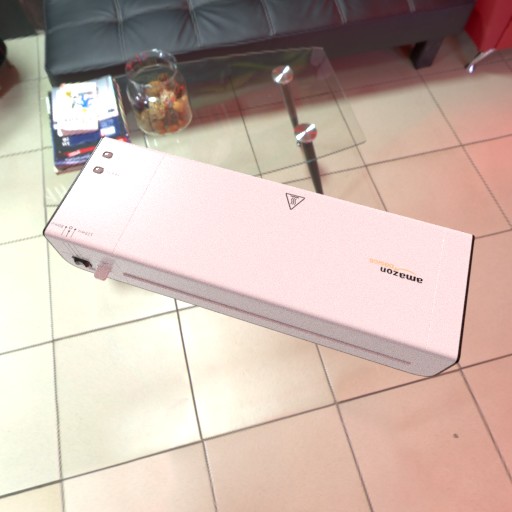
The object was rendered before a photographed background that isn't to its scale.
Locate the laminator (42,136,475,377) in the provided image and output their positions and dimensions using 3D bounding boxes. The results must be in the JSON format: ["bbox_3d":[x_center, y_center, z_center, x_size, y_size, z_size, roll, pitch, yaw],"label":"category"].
[{"bbox_3d":[0.000,0.000,0.390,0.340,0.062,0.123,16,64,8],"label":"laminator"}]
